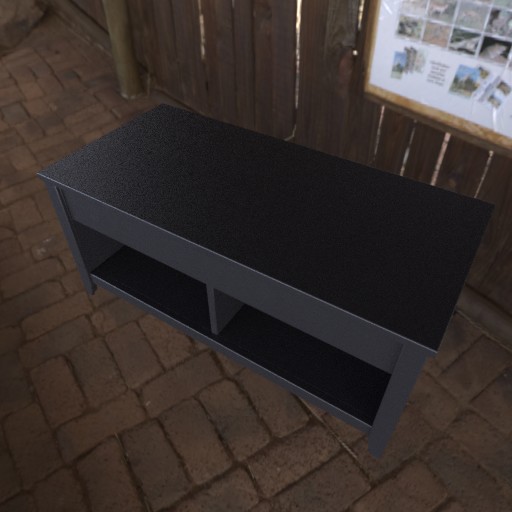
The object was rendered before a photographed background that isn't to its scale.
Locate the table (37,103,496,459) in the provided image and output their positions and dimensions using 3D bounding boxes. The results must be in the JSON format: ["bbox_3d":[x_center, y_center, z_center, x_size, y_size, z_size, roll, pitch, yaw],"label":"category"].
[{"bbox_3d":[0.000,0.000,1.236,1.016,0.457,0.483,23,48,23],"label":"table"}]
